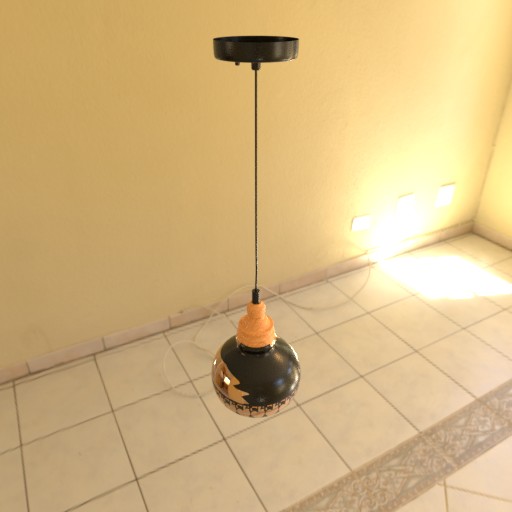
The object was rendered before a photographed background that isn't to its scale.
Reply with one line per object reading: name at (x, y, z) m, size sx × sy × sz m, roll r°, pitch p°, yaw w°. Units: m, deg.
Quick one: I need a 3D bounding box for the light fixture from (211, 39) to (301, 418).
light fixture at (0.000, 0.000, 1.820) m, size 0.430 × 1.606 × 0.430 m, roll -22°, pitch 37°, yaw -33°
